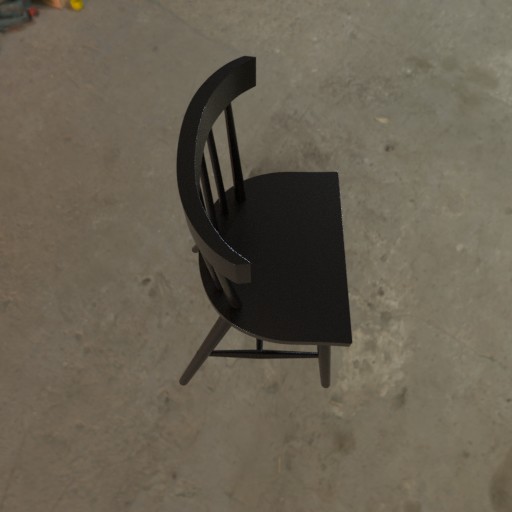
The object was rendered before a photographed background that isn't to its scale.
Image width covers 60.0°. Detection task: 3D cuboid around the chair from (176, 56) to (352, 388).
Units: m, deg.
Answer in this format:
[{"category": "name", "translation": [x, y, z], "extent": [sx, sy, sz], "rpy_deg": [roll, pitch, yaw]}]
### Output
[{"category": "chair", "translation": [0.000, 0.000, 1.150], "extent": [0.483, 0.844, 0.506], "rpy_deg": [1, 63, 0]}]
